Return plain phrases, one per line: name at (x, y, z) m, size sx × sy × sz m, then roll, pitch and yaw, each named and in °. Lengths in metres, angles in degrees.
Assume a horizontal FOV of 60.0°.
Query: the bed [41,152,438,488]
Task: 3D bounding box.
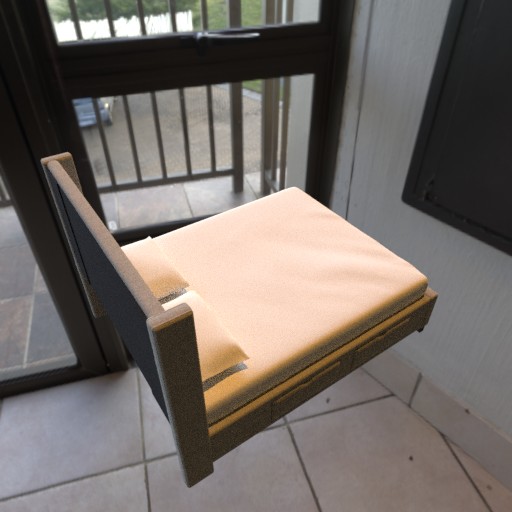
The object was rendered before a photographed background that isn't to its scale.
bed at (0.000, 0.000, 3.290) m, size 2.222 × 1.491 × 1.774 m, roll -24°, pitch 45°, yaw -26°
